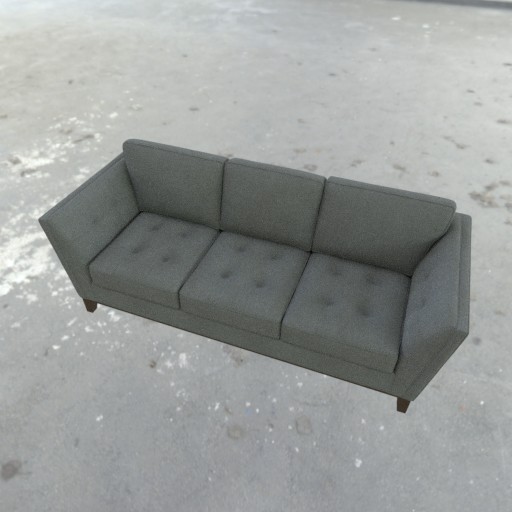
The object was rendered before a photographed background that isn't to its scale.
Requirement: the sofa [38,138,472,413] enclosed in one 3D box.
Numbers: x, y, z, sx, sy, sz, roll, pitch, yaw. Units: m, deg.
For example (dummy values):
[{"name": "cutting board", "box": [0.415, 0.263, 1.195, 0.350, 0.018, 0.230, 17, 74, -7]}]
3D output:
[{"name": "sofa", "box": [0.000, 0.000, 2.818, 2.387, 0.940, 0.965, 14, 43, 15]}]
